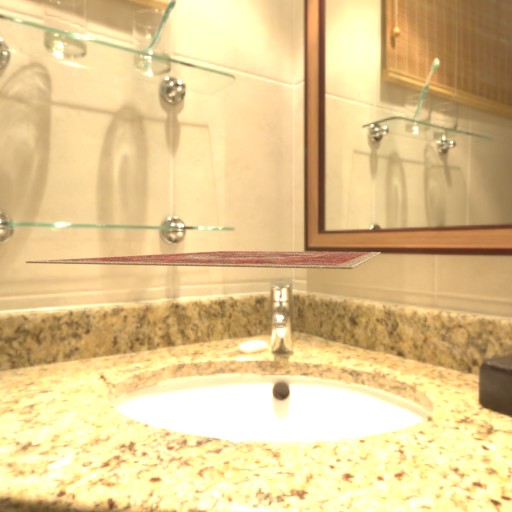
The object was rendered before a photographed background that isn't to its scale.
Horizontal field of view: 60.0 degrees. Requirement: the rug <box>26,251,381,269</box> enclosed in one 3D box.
[{"bbox_3d":[0.000,0.000,1.088,0.556,0.004,0.868,1,2,18],"label":"rug"}]
